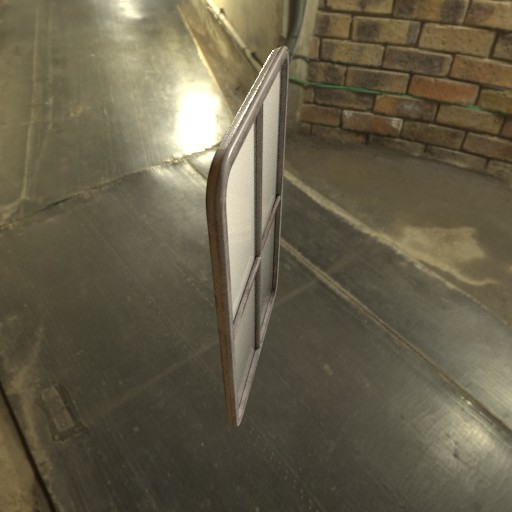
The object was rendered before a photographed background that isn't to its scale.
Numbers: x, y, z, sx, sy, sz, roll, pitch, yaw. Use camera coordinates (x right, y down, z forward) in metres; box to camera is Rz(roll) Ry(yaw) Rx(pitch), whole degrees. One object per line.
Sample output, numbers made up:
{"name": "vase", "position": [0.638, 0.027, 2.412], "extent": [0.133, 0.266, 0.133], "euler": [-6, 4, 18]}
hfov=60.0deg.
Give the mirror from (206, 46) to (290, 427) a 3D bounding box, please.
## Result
{"name": "mirror", "position": [0.000, 0.000, 0.918], "extent": [0.024, 0.713, 0.461], "euler": [10, 46, 10]}
